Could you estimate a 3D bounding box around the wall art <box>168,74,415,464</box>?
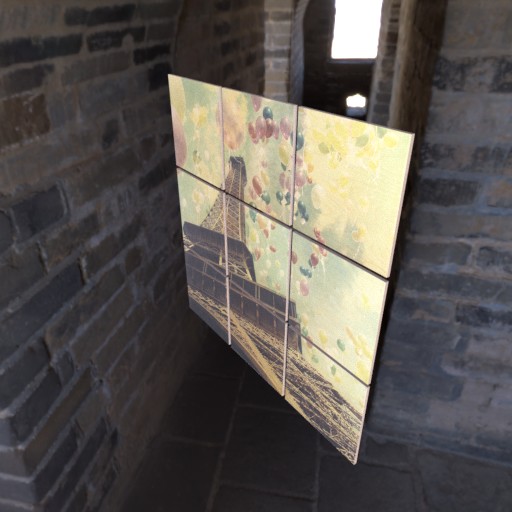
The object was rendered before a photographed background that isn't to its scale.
[{"bbox_3d":[0.000,0.000,1.760,0.013,1.218,1.219,-21,36,-31],"label":"wall art"}]
